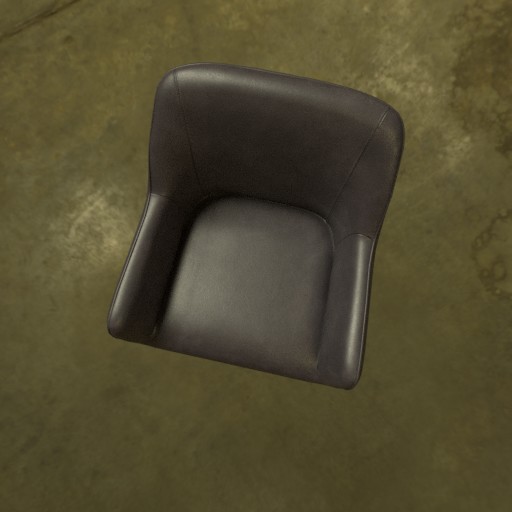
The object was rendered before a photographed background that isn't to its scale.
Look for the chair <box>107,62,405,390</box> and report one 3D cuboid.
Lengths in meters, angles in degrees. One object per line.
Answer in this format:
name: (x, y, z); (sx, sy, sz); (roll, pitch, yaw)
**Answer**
chair: (0.000, 0.000, 1.246); (0.610, 0.828, 0.610); (12, 77, 3)
